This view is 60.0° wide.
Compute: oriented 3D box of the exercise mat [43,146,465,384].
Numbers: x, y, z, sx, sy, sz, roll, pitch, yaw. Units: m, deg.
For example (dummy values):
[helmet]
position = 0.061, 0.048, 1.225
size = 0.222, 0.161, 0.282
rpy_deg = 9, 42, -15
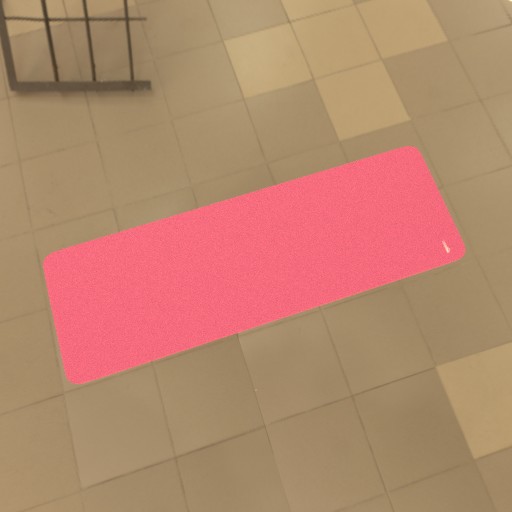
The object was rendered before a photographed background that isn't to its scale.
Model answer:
[exercise mat]
position = 0.000, 0.000, 2.045
size = 1.884, 0.021, 0.616
rpy_deg = -17, 74, -5
